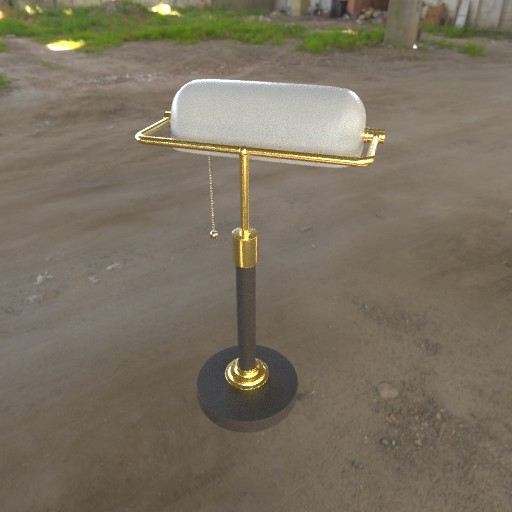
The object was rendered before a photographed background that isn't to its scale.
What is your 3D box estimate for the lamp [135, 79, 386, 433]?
[{"bbox_3d":[0.000,0.000,0.566,0.269,0.404,0.227,9,33,15],"label":"lamp"}]
